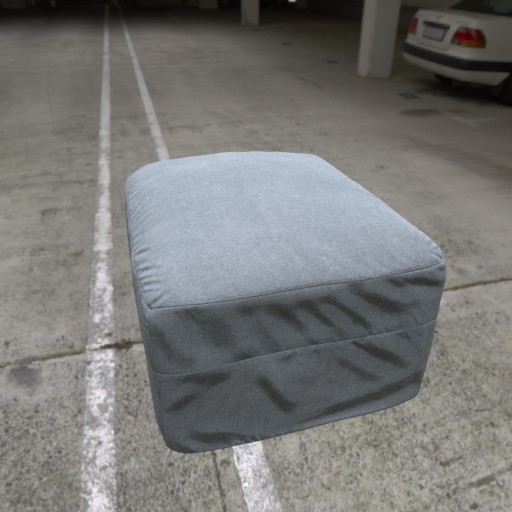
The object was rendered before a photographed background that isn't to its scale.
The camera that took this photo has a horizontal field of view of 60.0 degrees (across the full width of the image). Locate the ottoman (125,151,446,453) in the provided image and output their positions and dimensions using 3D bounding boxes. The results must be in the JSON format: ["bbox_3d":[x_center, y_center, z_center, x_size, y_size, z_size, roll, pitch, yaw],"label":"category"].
[{"bbox_3d":[0.000,0.000,1.261,0.683,0.481,0.837,-8,30,-14],"label":"ottoman"}]
